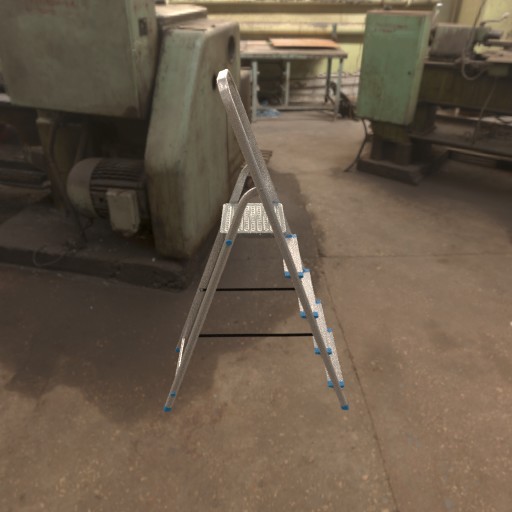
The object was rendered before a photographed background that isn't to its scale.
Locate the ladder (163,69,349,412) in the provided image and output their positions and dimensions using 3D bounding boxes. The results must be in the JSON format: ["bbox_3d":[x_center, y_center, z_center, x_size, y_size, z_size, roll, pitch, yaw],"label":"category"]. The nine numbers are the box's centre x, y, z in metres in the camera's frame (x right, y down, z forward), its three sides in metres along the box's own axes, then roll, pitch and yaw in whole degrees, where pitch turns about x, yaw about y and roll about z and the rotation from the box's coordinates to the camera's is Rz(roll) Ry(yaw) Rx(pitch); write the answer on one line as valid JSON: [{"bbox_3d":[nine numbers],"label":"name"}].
[{"bbox_3d":[0.000,0.000,2.122,0.990,1.648,0.468,0,32,-1],"label":"ladder"}]
